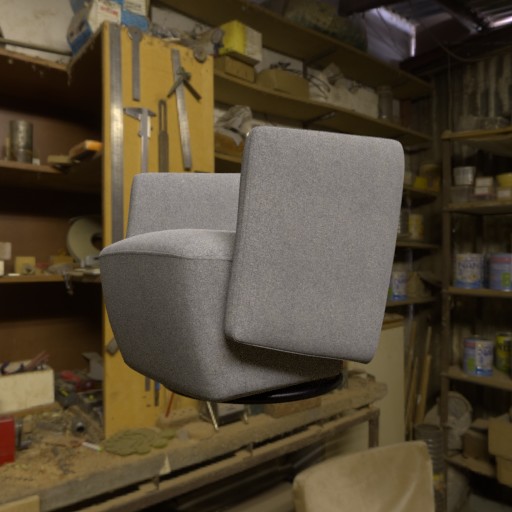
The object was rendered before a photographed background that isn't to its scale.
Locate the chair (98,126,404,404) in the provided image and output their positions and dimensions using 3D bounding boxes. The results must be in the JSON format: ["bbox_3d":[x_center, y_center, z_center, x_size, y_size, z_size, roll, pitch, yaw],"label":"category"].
[{"bbox_3d":[0.000,0.000,1.592,0.986,0.861,0.822,1,-1,-38],"label":"chair"}]
